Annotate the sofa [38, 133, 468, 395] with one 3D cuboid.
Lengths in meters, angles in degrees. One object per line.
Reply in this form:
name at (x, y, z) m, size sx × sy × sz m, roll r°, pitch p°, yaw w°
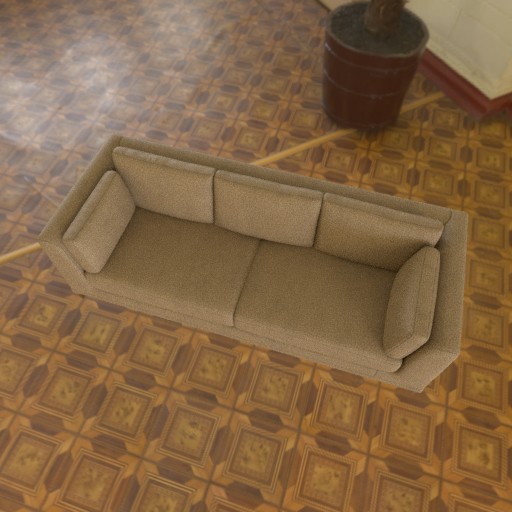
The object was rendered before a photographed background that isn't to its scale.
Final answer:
sofa at (0.000, 0.000, 2.898) m, size 2.415 × 0.867 × 0.969 m, roll 14°, pitch 58°, yaw 9°
